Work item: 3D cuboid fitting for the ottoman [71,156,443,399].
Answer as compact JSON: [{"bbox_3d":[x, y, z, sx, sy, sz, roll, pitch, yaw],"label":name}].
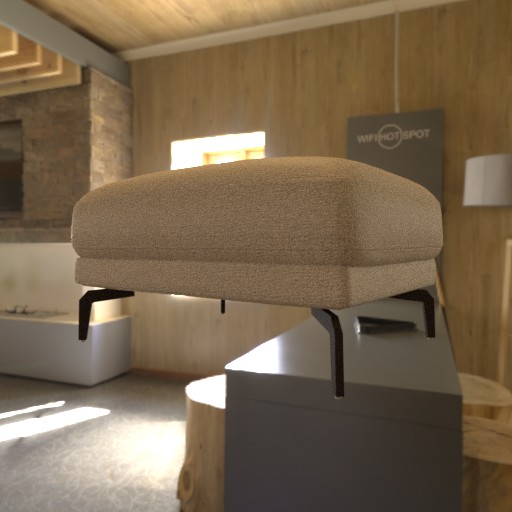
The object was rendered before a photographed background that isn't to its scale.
[{"bbox_3d":[0.000,0.000,1.088,0.772,0.420,0.568,1,2,36],"label":"ottoman"}]
